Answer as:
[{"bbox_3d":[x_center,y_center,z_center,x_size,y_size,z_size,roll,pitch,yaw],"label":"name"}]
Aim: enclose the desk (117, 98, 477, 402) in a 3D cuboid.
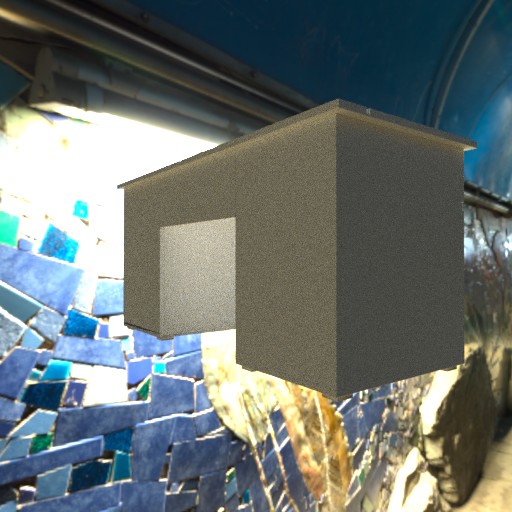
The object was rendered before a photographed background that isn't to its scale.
[{"bbox_3d":[0.000,0.000,1.914,0.670,0.760,1.580,0,0,-37],"label":"desk"}]
